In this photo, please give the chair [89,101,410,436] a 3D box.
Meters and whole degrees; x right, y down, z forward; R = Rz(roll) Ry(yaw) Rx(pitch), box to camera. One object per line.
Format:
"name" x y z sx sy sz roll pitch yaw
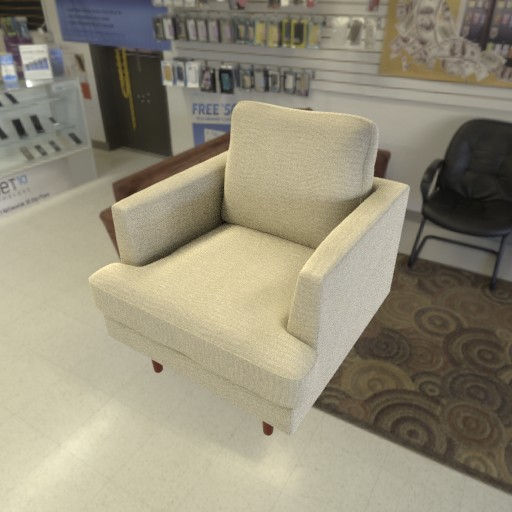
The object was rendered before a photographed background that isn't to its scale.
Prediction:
"chair" 0.000 0.000 1.653 0.858 0.957 0.899 19 37 28
